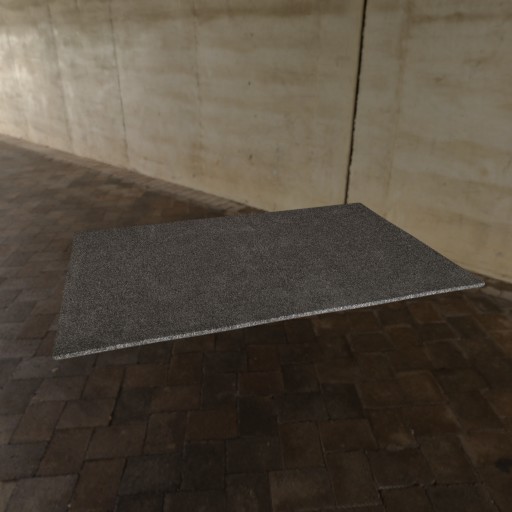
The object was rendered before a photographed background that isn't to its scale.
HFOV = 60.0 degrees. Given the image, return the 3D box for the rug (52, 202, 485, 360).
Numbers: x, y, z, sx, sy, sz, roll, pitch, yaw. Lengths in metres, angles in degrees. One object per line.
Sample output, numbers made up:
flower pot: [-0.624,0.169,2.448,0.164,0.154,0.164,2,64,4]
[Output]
rug: [0.000,0.000,2.924,2.350,0.025,1.502,-7,27,-15]
